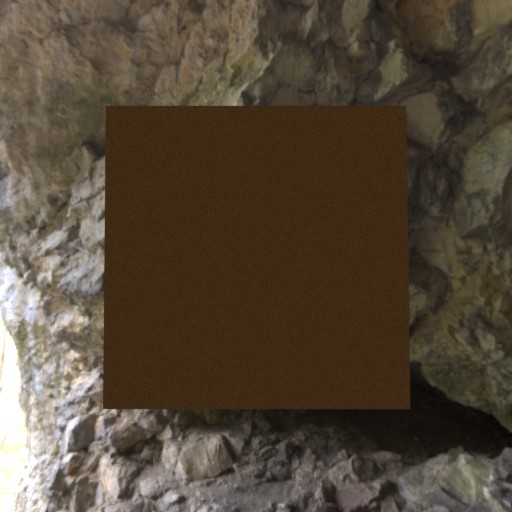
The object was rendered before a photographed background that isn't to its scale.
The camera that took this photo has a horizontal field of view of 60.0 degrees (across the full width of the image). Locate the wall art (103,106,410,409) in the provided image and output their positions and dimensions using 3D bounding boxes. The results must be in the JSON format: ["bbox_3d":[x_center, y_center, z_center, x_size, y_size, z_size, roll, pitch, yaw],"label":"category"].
[{"bbox_3d":[0.000,0.000,0.581,0.386,0.385,0.038,0,-2,0],"label":"wall art"}]
